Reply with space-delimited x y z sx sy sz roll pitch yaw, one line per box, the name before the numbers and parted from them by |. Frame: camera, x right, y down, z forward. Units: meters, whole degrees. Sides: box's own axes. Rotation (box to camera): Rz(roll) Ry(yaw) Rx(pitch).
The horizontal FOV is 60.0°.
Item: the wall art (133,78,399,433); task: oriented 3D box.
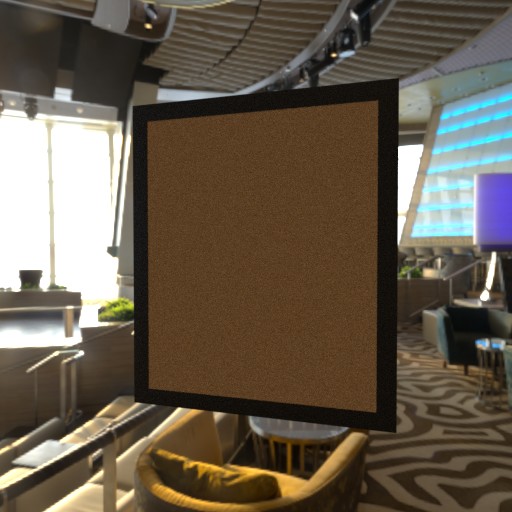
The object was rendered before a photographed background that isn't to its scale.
wall art | 0.000 0.000 0.709 0.432 0.508 0.025 0 1 17
